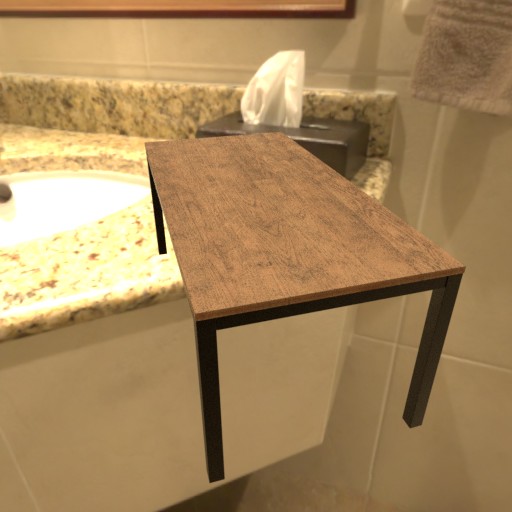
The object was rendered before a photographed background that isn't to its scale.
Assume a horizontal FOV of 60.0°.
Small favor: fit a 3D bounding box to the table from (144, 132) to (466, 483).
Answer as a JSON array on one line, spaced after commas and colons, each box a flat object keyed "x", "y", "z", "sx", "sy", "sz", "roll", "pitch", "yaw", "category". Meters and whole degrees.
[{"x": 0.000, "y": 0.000, "z": 2.277, "sx": 0.893, "sy": 0.767, "sz": 1.805, "roll": -8, "pitch": 31, "yaw": -14, "category": "table"}]
